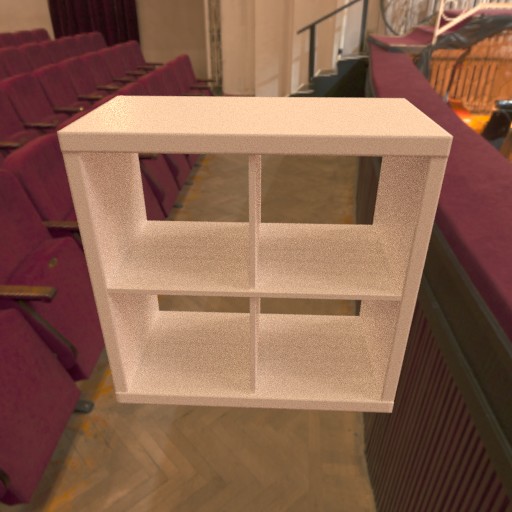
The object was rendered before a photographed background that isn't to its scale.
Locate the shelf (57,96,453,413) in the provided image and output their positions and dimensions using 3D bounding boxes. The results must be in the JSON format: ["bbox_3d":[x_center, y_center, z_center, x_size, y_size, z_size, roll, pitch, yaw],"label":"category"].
[{"bbox_3d":[0.000,0.000,1.248,0.790,0.786,0.390,1,30,2],"label":"shelf"}]
